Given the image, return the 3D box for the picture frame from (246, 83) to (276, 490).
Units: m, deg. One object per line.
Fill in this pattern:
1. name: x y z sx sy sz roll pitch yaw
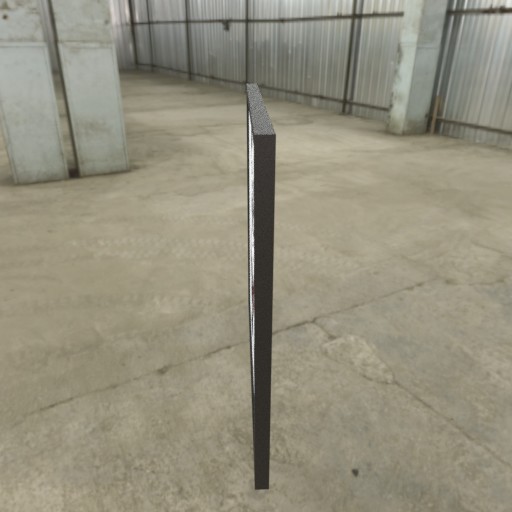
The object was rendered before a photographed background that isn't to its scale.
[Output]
1. picture frame: 0.000 0.000 1.159 0.032 0.775 0.775 -1 26 -2
